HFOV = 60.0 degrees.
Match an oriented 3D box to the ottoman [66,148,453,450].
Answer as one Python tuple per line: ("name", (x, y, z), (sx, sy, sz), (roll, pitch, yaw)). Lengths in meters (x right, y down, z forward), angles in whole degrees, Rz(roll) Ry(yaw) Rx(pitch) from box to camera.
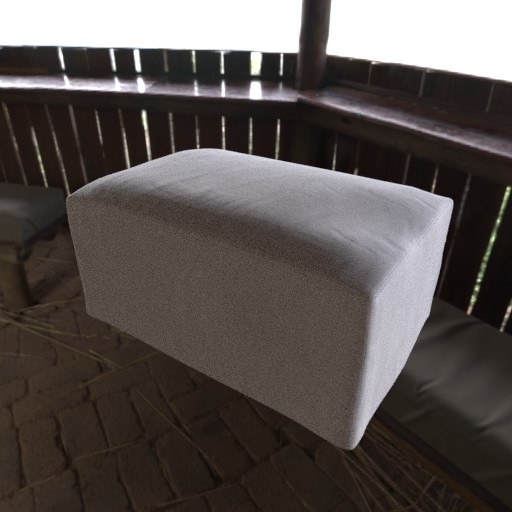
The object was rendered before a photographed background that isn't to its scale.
("ottoman", (0.000, 0.000, 1.222), (0.872, 0.444, 0.590), (18, 34, 29))
